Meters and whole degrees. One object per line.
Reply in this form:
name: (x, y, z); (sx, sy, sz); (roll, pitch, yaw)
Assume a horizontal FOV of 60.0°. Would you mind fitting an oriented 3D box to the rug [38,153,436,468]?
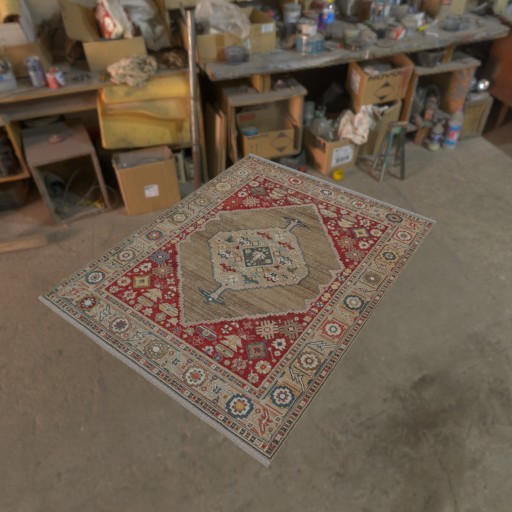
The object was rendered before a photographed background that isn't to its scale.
rug: (0.000, 0.000, 4.268); (2.451, 0.008, 3.143); (26, 48, 26)
